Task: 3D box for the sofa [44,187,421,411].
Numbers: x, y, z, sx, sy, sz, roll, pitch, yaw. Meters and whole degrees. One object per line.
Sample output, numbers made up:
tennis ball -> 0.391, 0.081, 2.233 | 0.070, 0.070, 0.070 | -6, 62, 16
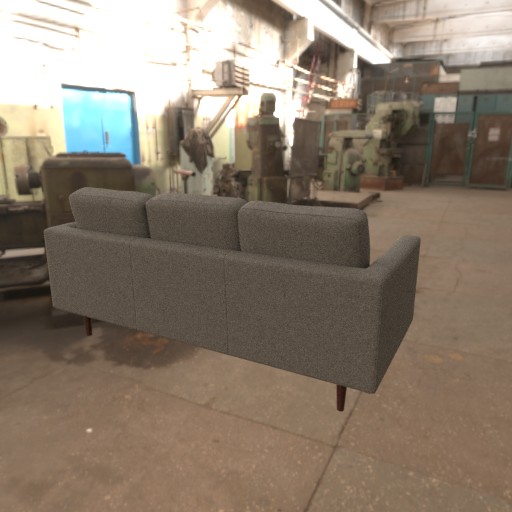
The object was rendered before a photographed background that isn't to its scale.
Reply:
sofa -> 0.000, 0.000, 2.970 | 2.055, 0.957, 1.667 | 8, 17, 28
